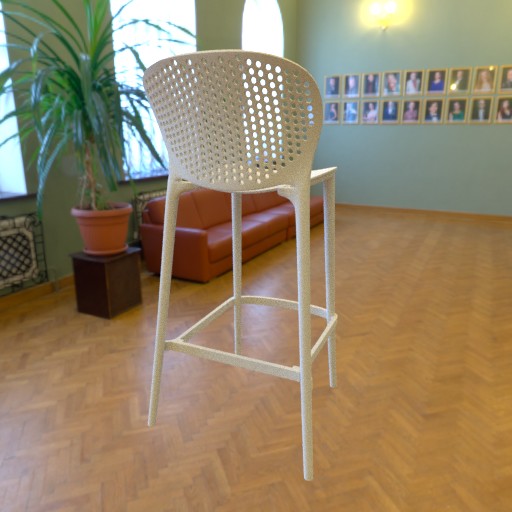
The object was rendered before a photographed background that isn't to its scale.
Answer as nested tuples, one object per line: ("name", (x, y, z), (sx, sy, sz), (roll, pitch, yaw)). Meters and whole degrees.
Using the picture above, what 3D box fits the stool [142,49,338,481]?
("stool", (0.000, 0.000, 1.318), (0.536, 1.045, 0.535), (7, 17, 25))
